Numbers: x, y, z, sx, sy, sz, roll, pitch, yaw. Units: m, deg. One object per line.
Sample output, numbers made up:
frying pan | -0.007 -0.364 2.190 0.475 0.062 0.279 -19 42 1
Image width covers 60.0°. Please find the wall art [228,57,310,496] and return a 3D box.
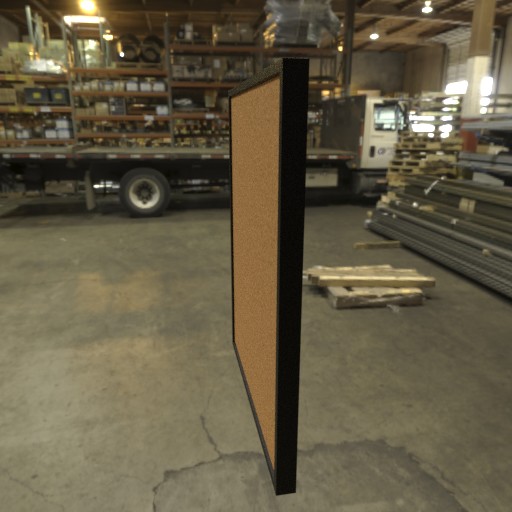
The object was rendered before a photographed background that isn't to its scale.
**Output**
wall art | 0.000 0.000 0.753 0.029 0.559 0.457 -3 17 -10
